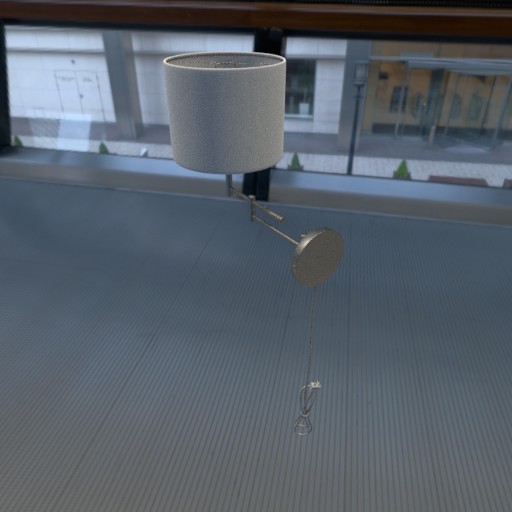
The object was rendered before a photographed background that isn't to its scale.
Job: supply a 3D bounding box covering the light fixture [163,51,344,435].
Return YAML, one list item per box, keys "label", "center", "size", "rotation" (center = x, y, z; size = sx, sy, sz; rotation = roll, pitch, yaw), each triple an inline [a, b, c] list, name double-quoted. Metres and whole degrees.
- label: "light fixture"
  center: [0.000, 0.000, 1.058]
  size: [0.253, 0.842, 0.479]
  rotation: [-20, 37, -29]
